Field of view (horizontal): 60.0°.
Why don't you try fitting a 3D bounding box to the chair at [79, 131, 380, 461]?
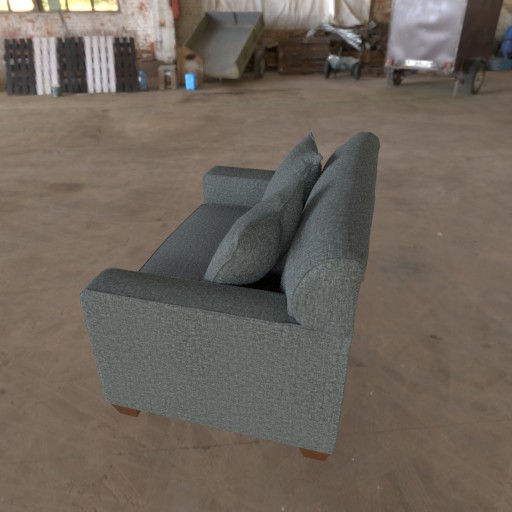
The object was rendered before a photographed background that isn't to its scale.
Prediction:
[{"bbox_3d":[0.000,0.000,2.090,1.000,0.948,1.383,8,31,13],"label":"chair"}]
